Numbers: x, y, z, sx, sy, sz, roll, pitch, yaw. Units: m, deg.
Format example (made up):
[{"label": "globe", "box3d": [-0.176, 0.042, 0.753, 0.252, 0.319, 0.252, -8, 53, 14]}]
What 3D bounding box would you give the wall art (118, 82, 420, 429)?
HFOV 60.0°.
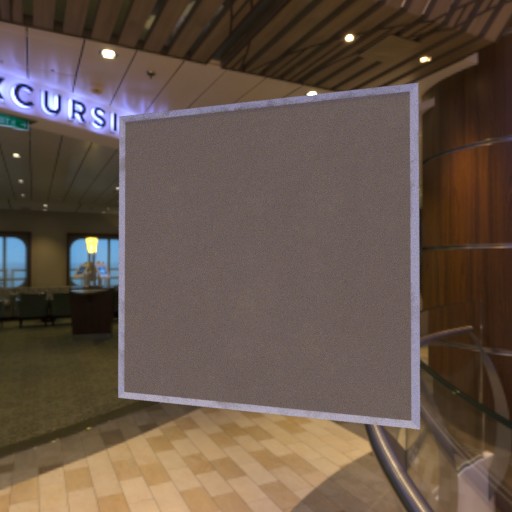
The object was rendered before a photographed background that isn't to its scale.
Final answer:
[{"label": "wall art", "box3d": [0.000, 0.000, 0.736, 0.508, 0.506, 0.029, 0, -1, 17]}]
